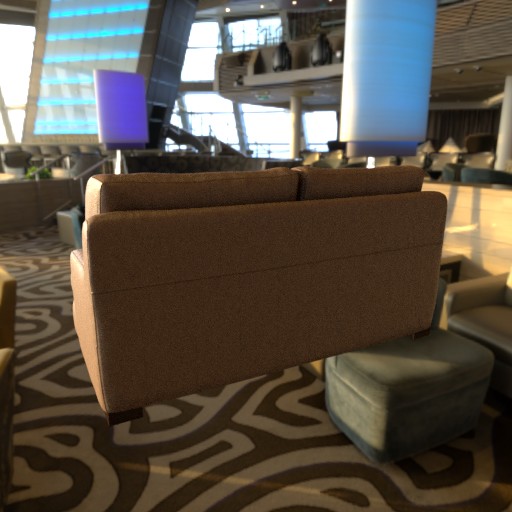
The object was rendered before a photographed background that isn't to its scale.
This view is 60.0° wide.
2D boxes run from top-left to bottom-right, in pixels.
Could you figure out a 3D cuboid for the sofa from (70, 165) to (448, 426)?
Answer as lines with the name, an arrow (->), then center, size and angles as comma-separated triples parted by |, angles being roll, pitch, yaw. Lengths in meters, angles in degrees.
sofa -> 0.000, 0.000, 2.417 | 1.855, 0.980, 0.962 | -7, 16, -27
